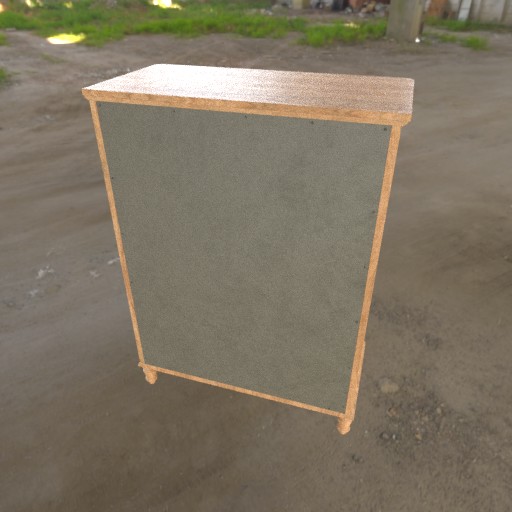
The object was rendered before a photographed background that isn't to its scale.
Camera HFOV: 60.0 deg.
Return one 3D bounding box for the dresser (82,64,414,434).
[{"bbox_3d":[0.000,0.000,1.783,0.973,1.318,0.484,10,34,15],"label":"dresser"}]
